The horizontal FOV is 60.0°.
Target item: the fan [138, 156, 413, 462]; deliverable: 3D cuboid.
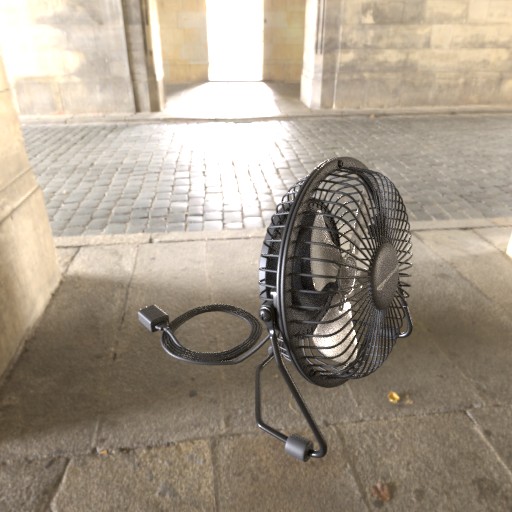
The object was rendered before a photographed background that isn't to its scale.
[{"bbox_3d":[0.000,0.000,0.308,0.202,0.152,0.153,18,32,32],"label":"fan"}]
